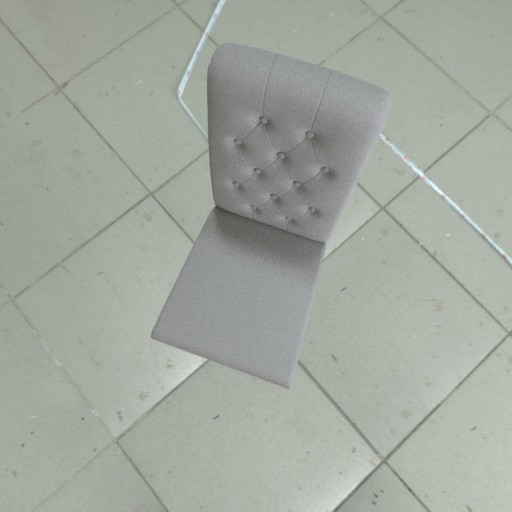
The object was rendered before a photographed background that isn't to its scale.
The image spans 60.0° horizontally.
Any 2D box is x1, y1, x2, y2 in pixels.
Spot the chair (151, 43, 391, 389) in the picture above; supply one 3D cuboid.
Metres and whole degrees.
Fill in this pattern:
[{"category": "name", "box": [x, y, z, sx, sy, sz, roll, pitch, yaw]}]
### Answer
[{"category": "chair", "box": [0.000, 0.000, 1.351, 0.456, 1.006, 0.671, 19, 75, 5]}]
